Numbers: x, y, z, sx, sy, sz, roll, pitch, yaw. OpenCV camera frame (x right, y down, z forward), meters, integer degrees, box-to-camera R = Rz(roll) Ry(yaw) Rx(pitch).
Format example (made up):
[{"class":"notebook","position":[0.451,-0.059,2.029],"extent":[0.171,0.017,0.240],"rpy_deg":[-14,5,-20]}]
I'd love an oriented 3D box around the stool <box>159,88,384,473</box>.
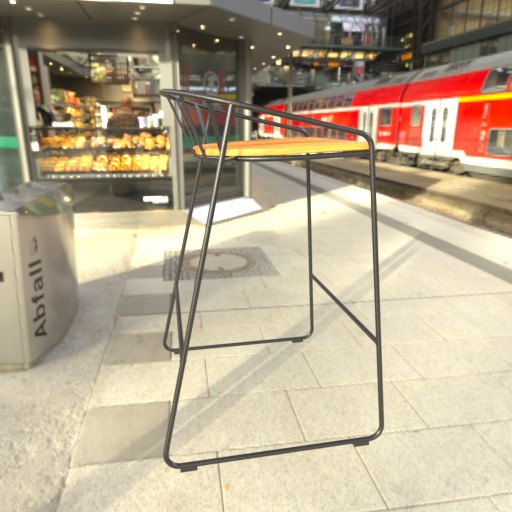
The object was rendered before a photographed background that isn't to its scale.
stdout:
[{"class":"stool","position":[0.000,0.000,1.160],"extent":[0.521,0.812,0.546],"rpy_deg":[-3,17,-11]}]
